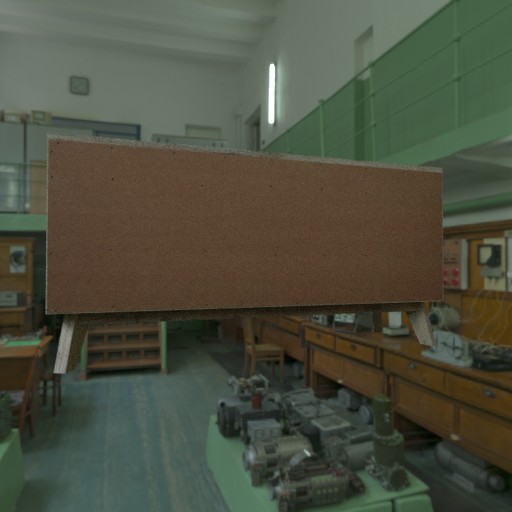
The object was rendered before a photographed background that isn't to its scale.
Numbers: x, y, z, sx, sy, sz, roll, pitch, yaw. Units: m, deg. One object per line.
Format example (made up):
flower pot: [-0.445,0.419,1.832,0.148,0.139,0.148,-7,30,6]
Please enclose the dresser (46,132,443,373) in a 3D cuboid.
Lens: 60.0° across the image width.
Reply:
dresser: [0.000,0.000,1.917,1.602,0.788,0.455,0,-1,-19]
